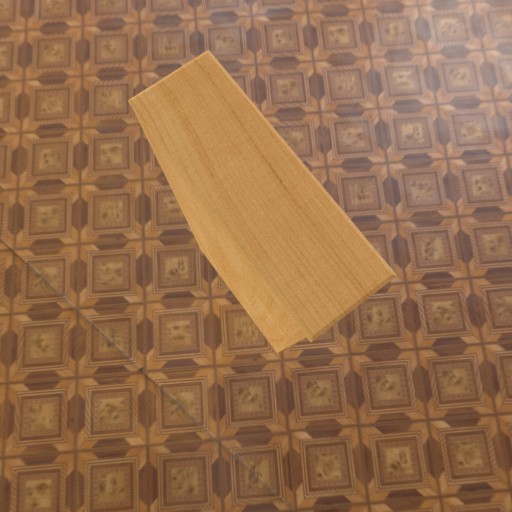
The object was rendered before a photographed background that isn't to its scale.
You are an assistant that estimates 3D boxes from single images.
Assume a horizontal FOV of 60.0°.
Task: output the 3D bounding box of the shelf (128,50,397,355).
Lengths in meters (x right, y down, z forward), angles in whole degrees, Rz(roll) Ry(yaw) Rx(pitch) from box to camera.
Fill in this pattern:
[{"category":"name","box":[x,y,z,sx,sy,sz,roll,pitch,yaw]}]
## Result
[{"category":"shelf","box":[0.000,0.000,1.238,0.175,1.030,0.520,-36,79,-8]}]
